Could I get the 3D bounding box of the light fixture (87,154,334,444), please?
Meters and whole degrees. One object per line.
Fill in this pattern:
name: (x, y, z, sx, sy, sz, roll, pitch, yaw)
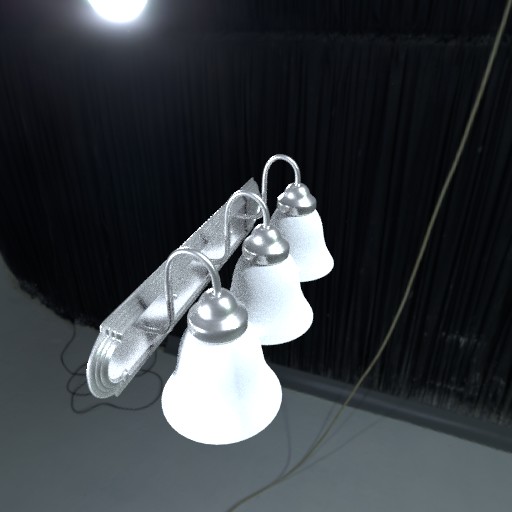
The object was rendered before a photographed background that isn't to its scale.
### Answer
light fixture: (0.000, 0.000, 0.720, 0.199, 0.222, 0.610, 10, 31, 17)
